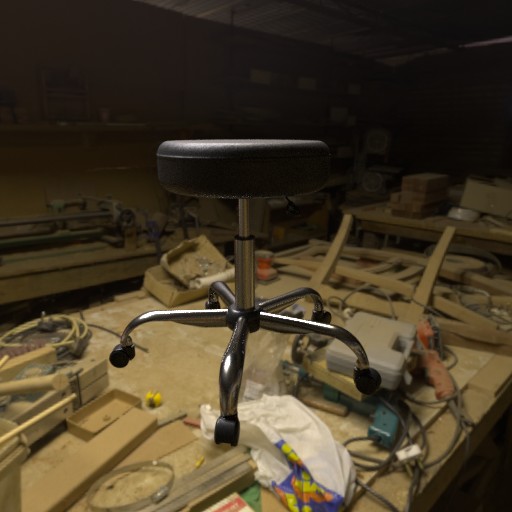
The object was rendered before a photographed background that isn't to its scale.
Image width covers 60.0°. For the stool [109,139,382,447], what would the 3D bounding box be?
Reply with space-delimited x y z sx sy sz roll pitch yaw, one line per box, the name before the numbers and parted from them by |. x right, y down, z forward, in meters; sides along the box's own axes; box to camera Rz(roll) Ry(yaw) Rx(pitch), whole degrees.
stool | 0.000 0.000 1.142 0.638 0.576 0.673 -15 21 -42
